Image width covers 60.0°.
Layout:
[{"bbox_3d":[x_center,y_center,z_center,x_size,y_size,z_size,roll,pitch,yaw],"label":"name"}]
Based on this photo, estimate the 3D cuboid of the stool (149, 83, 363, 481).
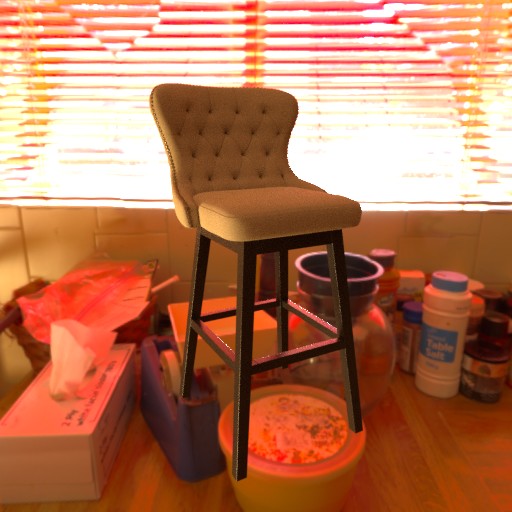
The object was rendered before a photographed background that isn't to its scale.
[{"bbox_3d":[0.000,0.000,1.418,0.528,1.066,0.605,-8,18,-27],"label":"stool"}]
